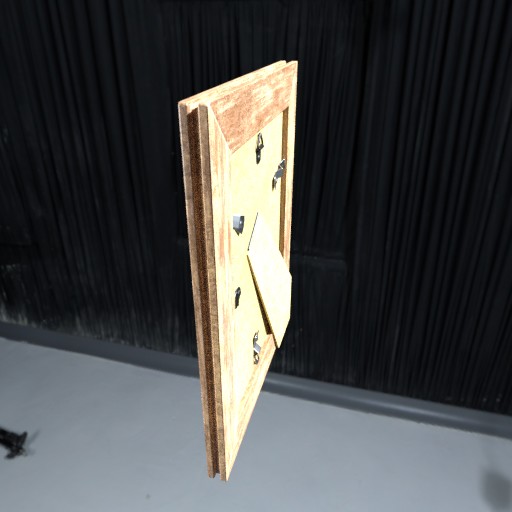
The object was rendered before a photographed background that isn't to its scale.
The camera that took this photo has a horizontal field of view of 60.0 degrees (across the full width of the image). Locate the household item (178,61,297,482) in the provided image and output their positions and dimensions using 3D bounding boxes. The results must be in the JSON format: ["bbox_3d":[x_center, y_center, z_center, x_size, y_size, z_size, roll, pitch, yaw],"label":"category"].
[{"bbox_3d":[0.000,0.000,0.312,0.018,0.237,0.186,8,30,14],"label":"household item"}]
